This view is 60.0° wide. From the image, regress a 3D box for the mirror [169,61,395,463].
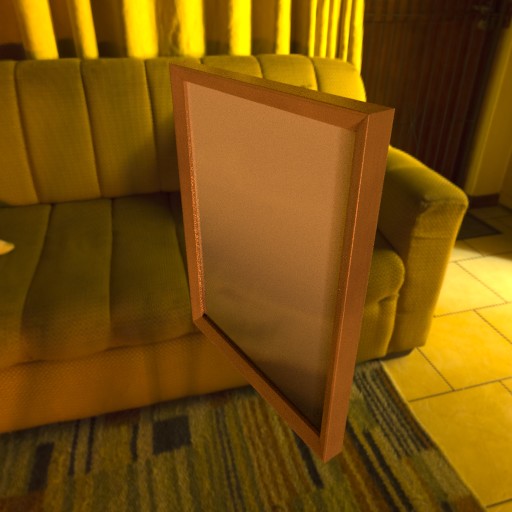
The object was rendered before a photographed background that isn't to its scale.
[{"bbox_3d":[0.000,0.000,0.680,0.041,0.509,0.406,-20,36,-30],"label":"mirror"}]
